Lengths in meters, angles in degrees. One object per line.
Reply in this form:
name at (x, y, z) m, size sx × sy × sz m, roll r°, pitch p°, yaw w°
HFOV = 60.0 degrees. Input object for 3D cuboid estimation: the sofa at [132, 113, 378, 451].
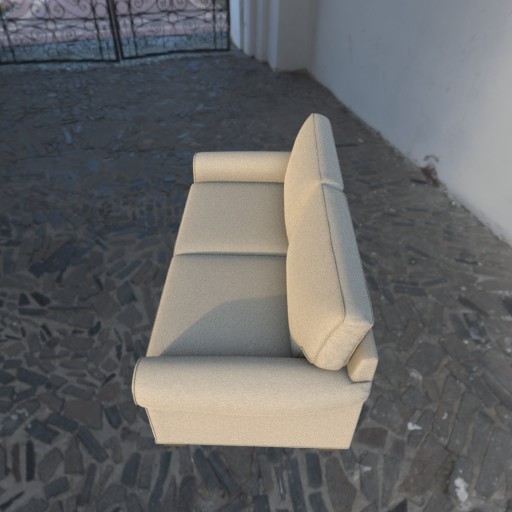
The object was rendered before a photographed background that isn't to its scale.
sofa at (0.000, 0.000, 2.427) m, size 0.940 × 0.952 × 1.930 m, roll 1°, pitch 41°, yaw 1°
